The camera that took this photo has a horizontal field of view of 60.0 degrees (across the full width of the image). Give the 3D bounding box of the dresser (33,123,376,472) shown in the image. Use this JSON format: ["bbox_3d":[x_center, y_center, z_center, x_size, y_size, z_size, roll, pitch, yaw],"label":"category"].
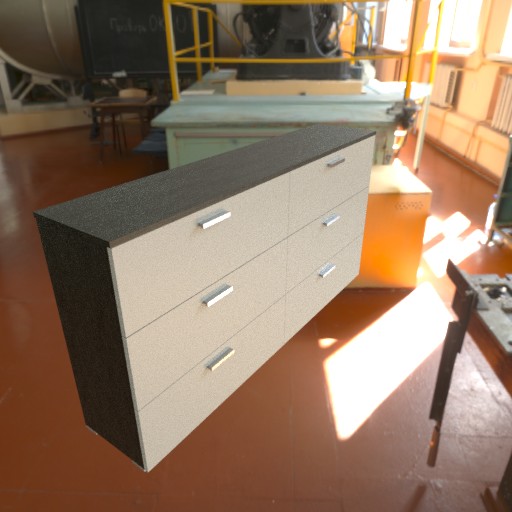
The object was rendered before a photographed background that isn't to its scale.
[{"bbox_3d":[0.000,0.000,1.808,0.333,0.790,1.535,18,32,32],"label":"dresser"}]
